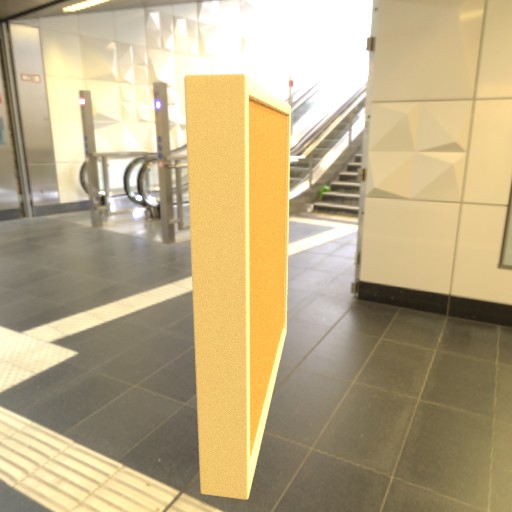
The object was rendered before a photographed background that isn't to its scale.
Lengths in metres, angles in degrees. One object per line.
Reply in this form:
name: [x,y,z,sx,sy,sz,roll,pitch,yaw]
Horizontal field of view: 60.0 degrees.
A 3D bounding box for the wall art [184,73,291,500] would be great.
wall art: [0.000,0.000,0.446,0.038,0.305,0.305,2,15,9]
